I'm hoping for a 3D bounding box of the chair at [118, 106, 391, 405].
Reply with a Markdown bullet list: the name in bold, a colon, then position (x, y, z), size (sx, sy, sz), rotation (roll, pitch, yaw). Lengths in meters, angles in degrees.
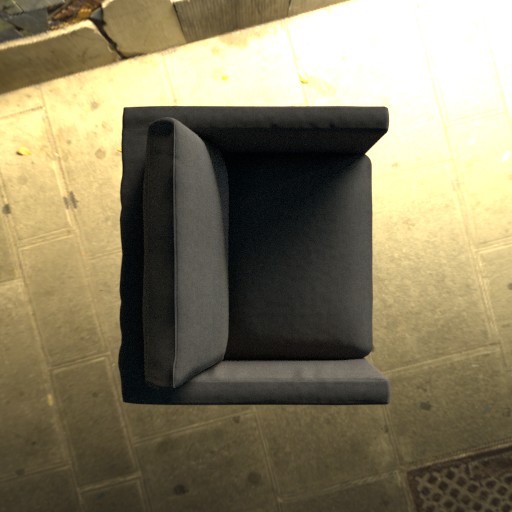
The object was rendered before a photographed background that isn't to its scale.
- **chair**: position (0.000, 0.000, 1.776), size (0.949, 0.863, 1.057), rotation (0, 89, 0)
